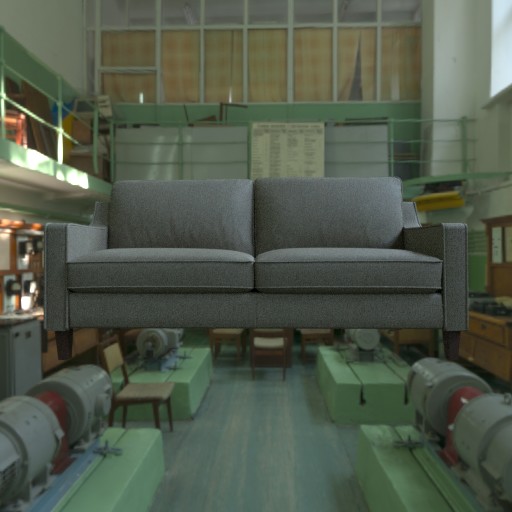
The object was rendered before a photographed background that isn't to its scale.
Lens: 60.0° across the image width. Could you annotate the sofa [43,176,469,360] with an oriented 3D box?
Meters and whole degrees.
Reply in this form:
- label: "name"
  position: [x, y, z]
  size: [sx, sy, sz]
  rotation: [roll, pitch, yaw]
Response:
- label: "sofa"
  position: [0.000, 0.000, 2.765]
  size: [2.181, 1.074, 1.073]
  rotation: [0, 0, 0]
